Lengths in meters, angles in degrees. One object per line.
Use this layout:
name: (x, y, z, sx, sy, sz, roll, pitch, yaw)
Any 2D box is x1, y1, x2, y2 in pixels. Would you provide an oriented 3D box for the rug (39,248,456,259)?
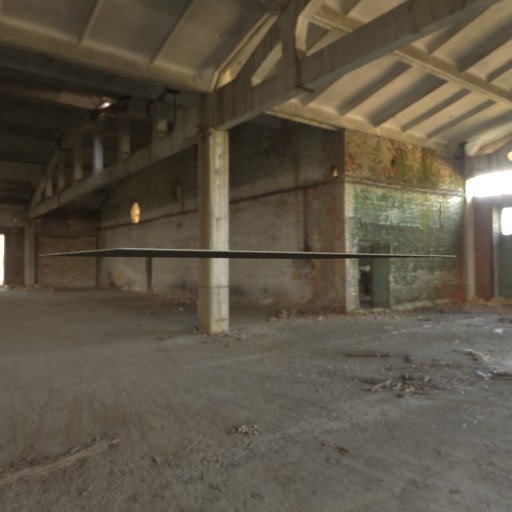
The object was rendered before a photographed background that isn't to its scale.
rug: (0.000, 0.000, 3.034, 2.438, 0.008, 1.523, 1, -1, -37)
